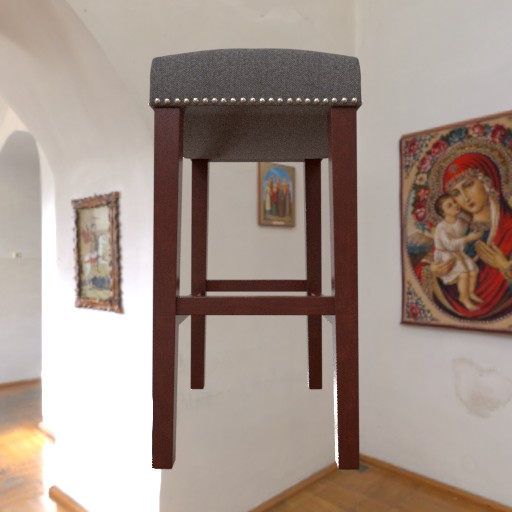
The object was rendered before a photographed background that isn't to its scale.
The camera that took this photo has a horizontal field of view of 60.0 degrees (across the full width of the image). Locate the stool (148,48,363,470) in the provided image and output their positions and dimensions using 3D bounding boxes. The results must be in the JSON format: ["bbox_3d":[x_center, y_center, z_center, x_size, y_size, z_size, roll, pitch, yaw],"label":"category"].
[{"bbox_3d":[0.000,0.000,1.008,0.372,0.742,0.504,0,1,0],"label":"stool"}]
